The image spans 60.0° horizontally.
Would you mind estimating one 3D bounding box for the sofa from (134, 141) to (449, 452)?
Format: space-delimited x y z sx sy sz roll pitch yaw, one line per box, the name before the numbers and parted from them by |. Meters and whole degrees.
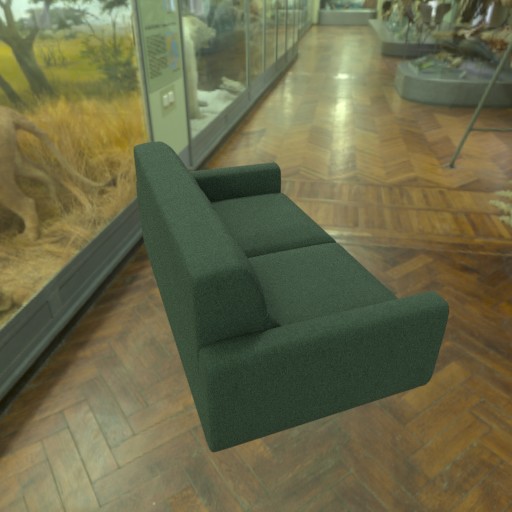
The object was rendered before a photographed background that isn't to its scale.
sofa | 0.000 0.000 2.143 0.909 0.841 1.631 -11 32 -17
